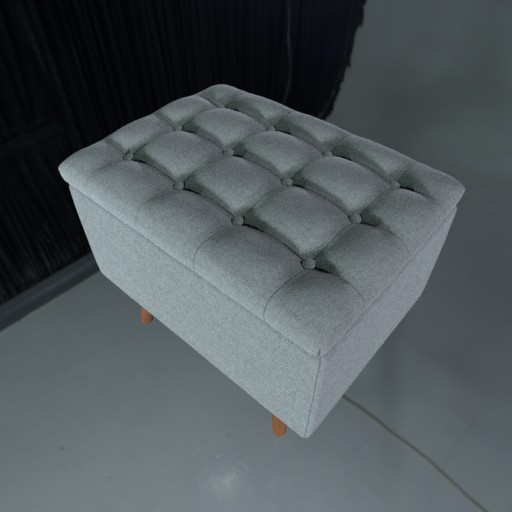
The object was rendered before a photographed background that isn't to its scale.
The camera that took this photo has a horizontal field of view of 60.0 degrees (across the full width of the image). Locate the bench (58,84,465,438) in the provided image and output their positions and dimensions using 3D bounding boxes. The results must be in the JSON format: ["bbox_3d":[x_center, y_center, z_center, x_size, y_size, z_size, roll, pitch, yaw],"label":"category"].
[{"bbox_3d":[0.000,0.000,0.891,0.572,0.469,0.417,32,54,27],"label":"bench"}]
